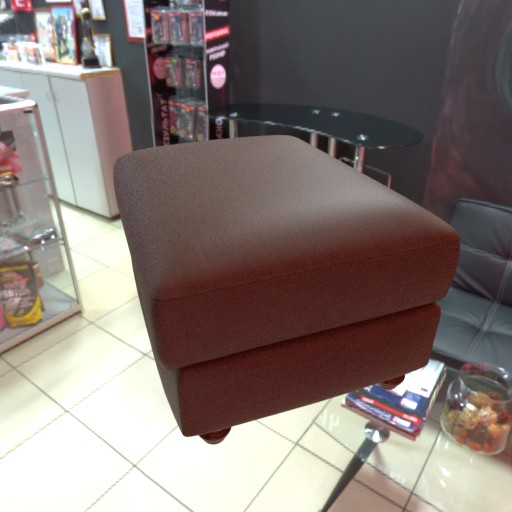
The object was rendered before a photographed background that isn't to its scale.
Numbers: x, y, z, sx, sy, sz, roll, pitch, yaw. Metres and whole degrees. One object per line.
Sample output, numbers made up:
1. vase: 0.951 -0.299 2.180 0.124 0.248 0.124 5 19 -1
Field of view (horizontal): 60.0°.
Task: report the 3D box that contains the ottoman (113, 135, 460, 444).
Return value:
1. ottoman: 0.000 0.000 1.158 0.635 0.508 0.787 -10 31 -18
